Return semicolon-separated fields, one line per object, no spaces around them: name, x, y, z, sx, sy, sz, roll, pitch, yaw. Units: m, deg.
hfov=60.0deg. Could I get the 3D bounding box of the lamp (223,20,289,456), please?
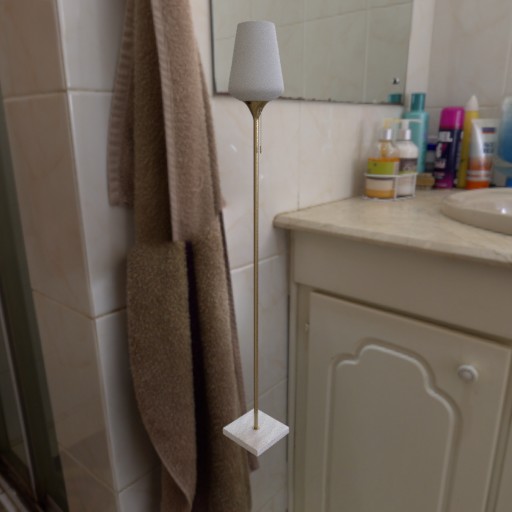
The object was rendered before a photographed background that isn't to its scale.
lamp;0.000;0.000;1.923;0.232;1.813;0.229;15;22;41
